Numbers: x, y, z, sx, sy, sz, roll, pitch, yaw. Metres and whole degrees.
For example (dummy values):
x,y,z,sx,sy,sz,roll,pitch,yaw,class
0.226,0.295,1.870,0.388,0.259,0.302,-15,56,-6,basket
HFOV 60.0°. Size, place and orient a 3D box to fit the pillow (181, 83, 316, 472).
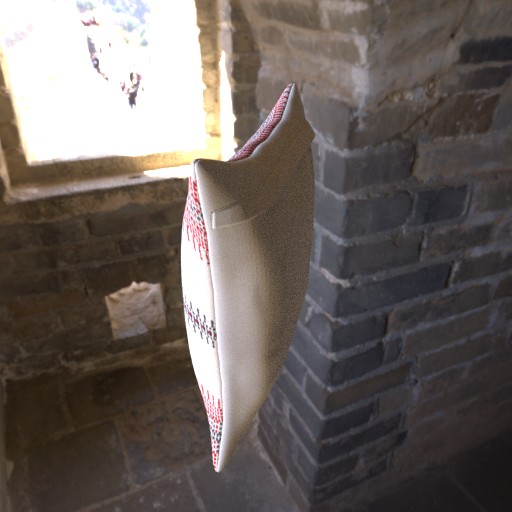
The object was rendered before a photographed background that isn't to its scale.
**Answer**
x,y,z,sx,sy,sz,roll,pitch,yaw,class
0.000,0.000,0.704,0.160,0.454,0.463,8,31,13,pillow
